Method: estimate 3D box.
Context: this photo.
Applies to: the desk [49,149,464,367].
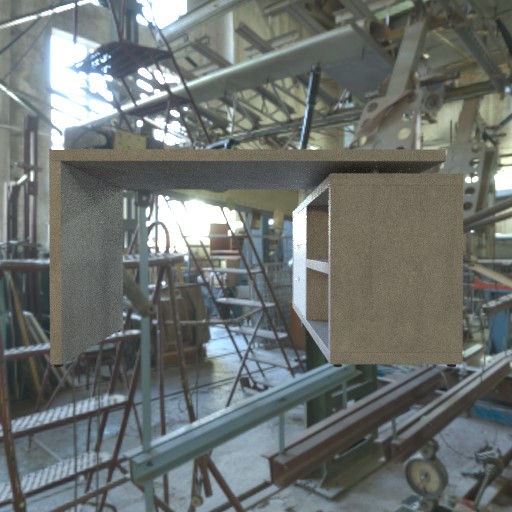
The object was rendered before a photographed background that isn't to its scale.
[{"bbox_3d":[0.000,0.000,2.250,1.400,0.740,1.500,0,1,0],"label":"desk"}]
